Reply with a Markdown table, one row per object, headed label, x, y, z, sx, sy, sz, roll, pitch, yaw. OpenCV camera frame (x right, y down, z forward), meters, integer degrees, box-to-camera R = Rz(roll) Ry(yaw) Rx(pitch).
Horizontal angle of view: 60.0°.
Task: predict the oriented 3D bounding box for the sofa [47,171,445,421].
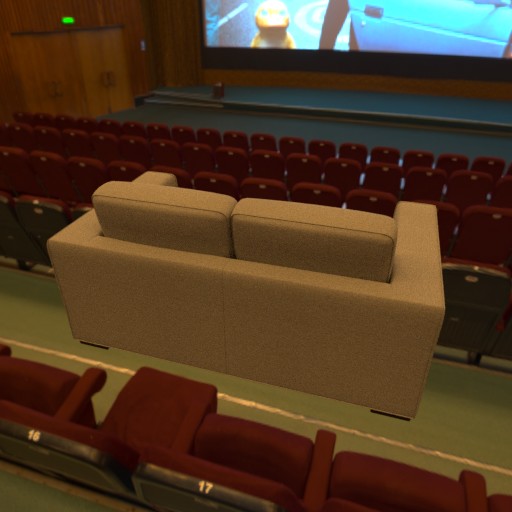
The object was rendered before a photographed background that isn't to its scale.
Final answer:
| label | x | y | z | sx | sy | sz | roll | pitch | yaw |
| --- | --- | --- | --- | --- | --- | --- | --- | --- | --- |
| sofa | 0.000 | 0.000 | 2.420 | 1.812 | 0.924 | 1.007 | 9 | 33 | 15 |
